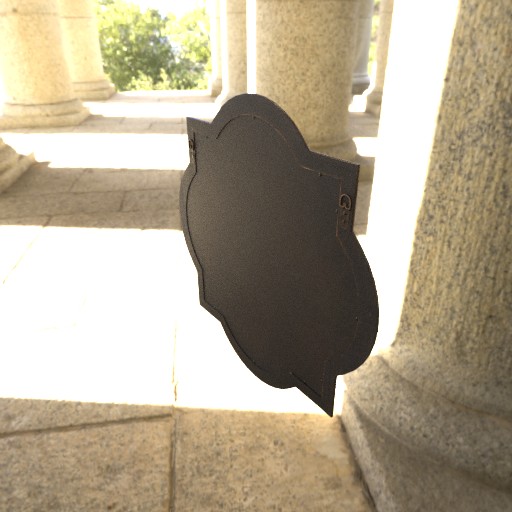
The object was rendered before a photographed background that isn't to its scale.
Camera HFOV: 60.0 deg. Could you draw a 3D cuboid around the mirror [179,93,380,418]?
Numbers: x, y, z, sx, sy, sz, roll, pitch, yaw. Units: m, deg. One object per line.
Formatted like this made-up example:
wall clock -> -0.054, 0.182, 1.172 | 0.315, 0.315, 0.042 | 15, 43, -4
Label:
mirror -> 0.000, 0.000, 1.015 | 0.019, 0.686, 0.686 | -19, 33, -33
